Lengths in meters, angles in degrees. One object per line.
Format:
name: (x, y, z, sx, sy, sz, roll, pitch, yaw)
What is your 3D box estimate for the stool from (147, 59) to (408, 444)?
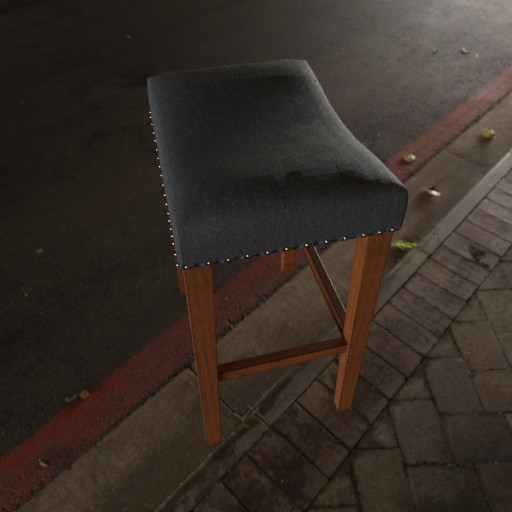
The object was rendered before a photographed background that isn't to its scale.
stool: (0.000, 0.000, 0.874, 0.320, 0.612, 0.439, -10, 47, -10)
